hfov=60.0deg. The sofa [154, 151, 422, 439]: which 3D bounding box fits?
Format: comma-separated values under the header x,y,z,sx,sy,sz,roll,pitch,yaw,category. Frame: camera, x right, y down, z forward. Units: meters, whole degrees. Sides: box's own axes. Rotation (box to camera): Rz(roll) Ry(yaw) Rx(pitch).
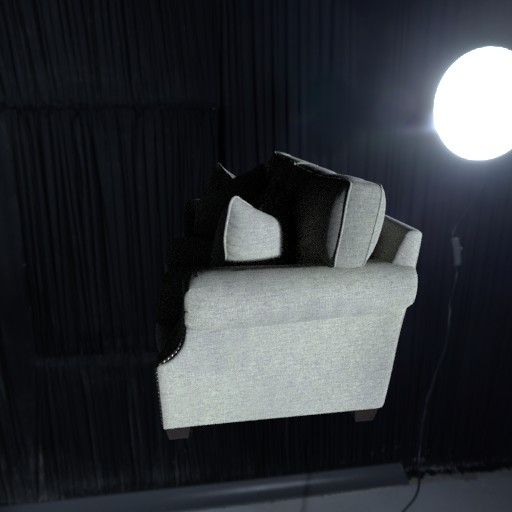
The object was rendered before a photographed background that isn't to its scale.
x,y,z,sx,sy,sz,roll,pitch,yaw,category
0.000,0.000,2.298,0.966,0.966,1.701,-3,17,-8,sofa
